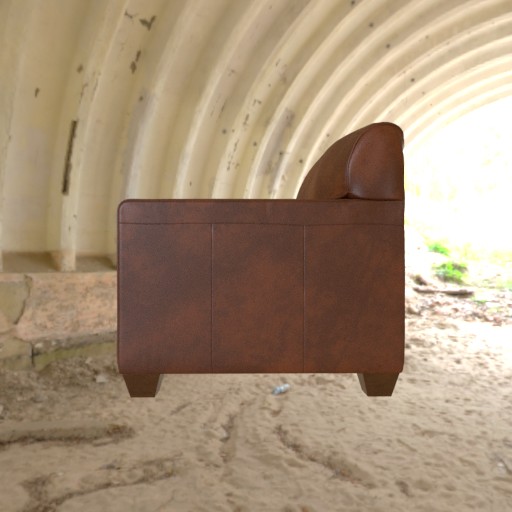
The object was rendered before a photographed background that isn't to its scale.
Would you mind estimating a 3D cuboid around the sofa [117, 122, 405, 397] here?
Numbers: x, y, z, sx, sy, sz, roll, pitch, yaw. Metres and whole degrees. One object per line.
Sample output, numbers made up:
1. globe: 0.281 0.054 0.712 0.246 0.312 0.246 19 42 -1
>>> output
1. sofa: 0.000 0.000 2.127 1.000 0.956 1.413 0 -1 -1
